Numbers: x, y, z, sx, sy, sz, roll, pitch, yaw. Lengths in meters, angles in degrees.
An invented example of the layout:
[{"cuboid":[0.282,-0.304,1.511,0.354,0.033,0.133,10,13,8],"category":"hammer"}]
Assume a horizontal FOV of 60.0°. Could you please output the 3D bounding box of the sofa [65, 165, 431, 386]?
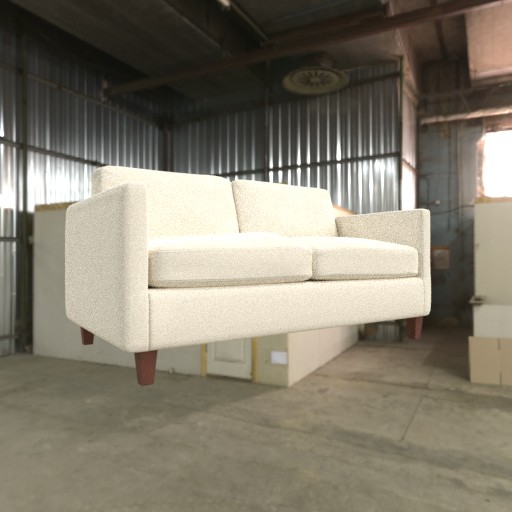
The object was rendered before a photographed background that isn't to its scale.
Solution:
[{"cuboid":[0.000,0.000,2.307,1.702,0.888,0.964,0,0,-34],"category":"sofa"}]
